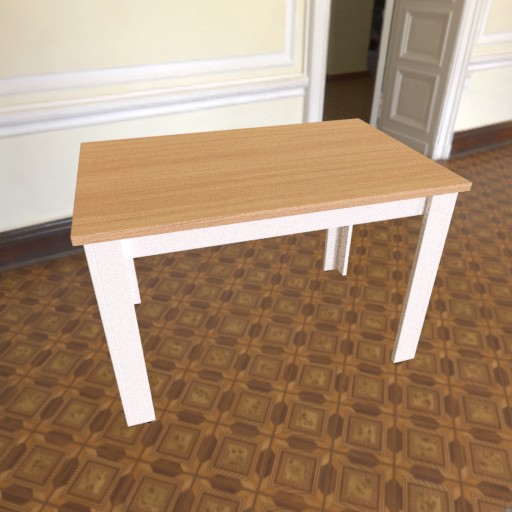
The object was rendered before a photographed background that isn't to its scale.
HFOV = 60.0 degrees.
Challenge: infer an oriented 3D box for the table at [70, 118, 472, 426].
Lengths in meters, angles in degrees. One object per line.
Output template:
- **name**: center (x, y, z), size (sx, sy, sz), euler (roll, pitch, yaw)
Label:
- **table**: center (0.000, 0.000, 1.632), size (1.100, 0.734, 0.700), euler (-9, 34, -14)
